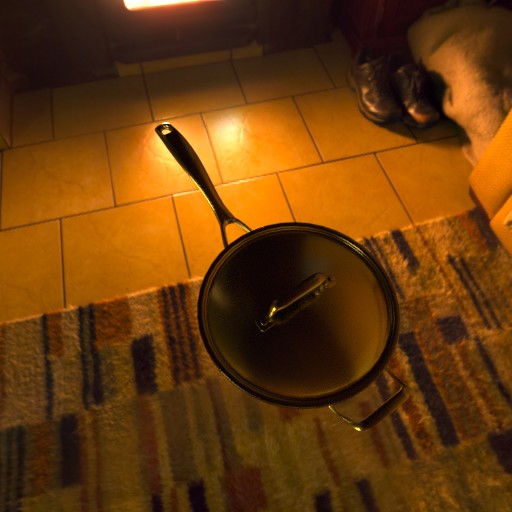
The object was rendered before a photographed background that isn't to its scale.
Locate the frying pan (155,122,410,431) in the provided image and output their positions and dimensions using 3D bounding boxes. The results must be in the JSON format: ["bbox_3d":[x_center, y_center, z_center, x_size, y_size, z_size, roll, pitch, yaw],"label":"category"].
[{"bbox_3d":[0.000,0.000,0.663,0.280,0.114,0.561,-31,64,-17],"label":"frying pan"}]
